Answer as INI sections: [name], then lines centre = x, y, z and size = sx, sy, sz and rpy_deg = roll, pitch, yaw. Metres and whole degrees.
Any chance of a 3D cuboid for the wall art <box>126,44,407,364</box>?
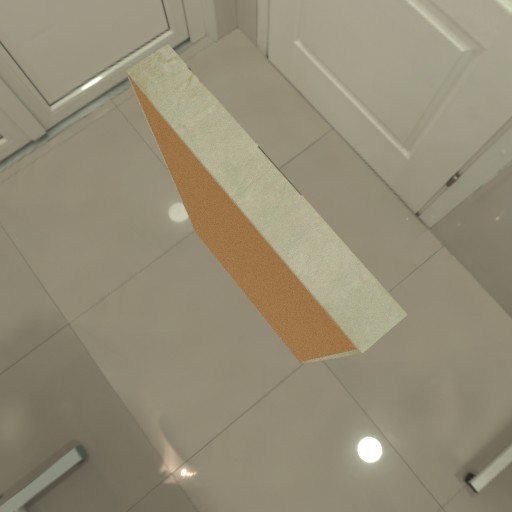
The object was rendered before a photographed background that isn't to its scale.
[wall art]
centre = 0.000, 0.000, 0.481
size = 0.038, 0.381, 0.254
rpy_deg = -38, 78, -9
